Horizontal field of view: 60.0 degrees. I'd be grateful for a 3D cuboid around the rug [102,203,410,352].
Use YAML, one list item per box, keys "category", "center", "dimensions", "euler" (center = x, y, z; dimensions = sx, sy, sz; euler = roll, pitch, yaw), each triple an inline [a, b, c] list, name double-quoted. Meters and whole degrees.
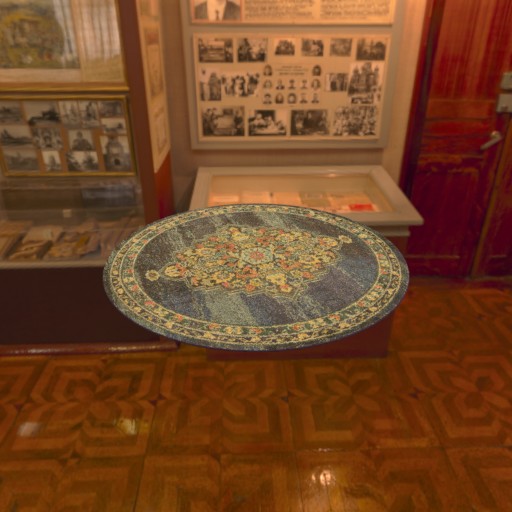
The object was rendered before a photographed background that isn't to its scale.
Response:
- category: "rug"
  center: [0.000, 0.000, 2.403]
  dimensions: [1.591, 0.010, 1.591]
  euler: [0, 27, 0]
